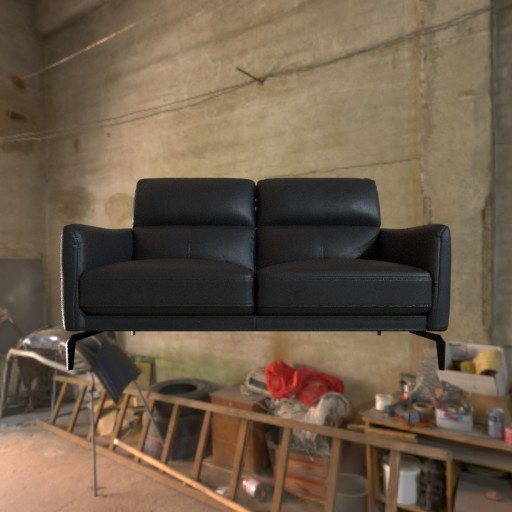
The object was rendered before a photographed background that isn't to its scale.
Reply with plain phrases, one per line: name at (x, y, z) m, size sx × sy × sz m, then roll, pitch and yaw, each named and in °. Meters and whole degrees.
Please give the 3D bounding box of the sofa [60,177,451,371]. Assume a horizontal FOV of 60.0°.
sofa at (0.000, 0.000, 2.168) m, size 1.596 × 0.920 × 0.958 m, roll 0°, pitch -1°, yaw 0°
